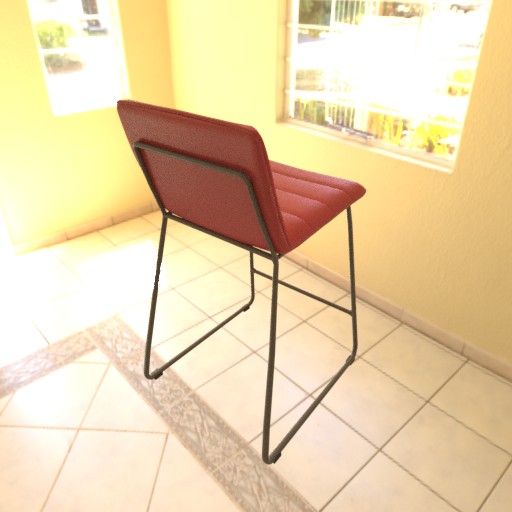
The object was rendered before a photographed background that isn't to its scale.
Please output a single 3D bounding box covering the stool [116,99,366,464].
[{"bbox_3d":[0.000,0.000,1.212,0.489,0.866,0.524,22,38,32],"label":"stool"}]
